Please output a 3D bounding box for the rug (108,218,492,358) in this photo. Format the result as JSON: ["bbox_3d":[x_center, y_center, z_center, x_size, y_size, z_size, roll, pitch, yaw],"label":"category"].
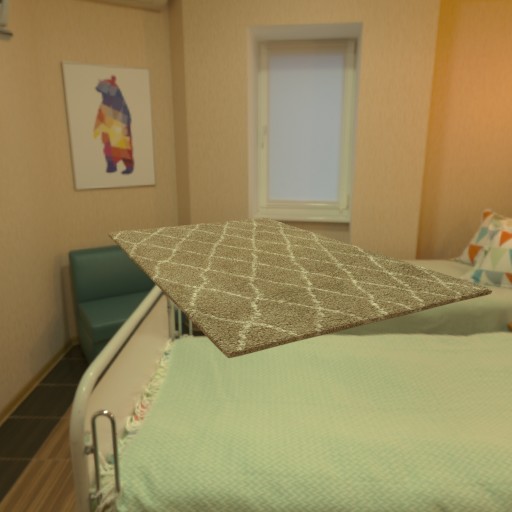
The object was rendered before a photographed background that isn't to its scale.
[{"bbox_3d":[0.000,0.000,3.012,1.524,0.030,2.438,-8,17,-27],"label":"rug"}]
